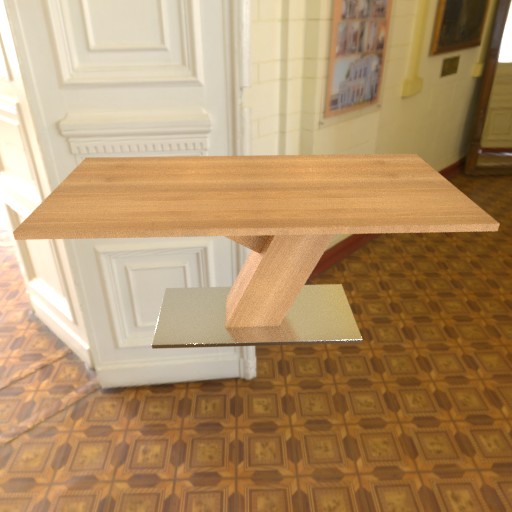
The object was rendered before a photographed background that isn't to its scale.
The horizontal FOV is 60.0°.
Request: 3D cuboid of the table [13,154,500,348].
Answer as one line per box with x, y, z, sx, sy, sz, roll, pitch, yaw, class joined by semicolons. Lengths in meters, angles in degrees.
0.000;0.000;2.212;1.800;0.750;0.900;-1;30;-2;table
